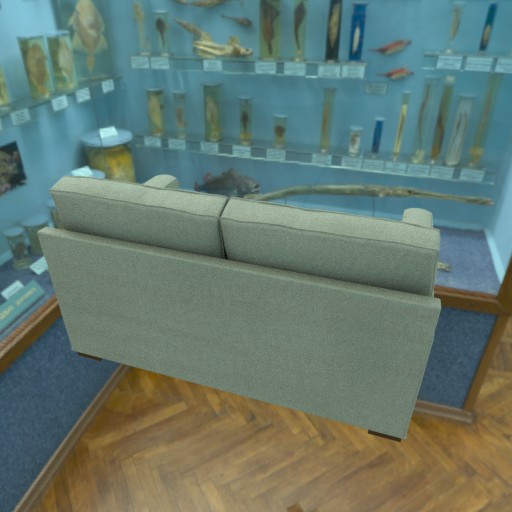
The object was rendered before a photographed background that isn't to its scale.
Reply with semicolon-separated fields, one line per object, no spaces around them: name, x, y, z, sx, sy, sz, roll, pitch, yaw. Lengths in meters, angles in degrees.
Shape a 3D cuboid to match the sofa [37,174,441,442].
sofa;0.000;0.000;2.013;1.484;0.853;0.940;10;34;15
